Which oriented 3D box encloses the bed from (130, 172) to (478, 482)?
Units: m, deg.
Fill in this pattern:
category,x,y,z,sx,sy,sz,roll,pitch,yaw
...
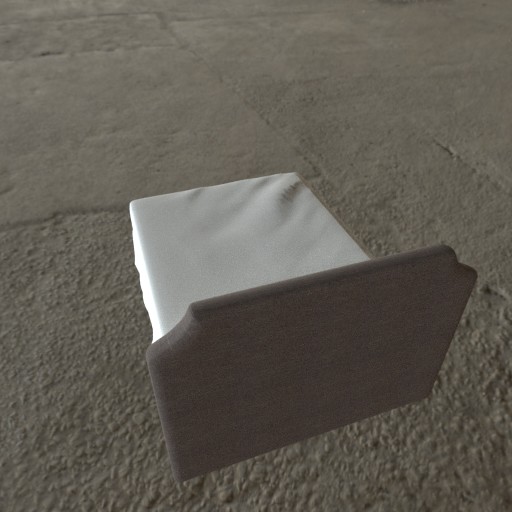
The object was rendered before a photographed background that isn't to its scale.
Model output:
category,x,y,z,sx,sy,sz,roll,pitch,yaw
bed,0.000,0.000,3.081,1.693,1.290,2.116,-12,40,-15
